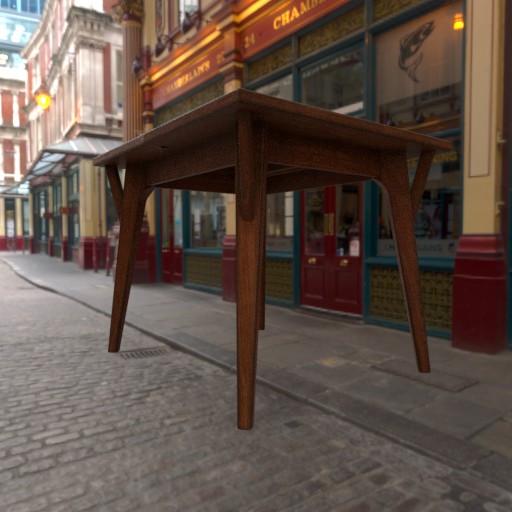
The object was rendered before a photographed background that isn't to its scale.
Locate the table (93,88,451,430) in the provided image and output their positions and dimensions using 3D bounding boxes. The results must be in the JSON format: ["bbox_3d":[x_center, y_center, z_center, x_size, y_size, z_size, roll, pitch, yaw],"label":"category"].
[{"bbox_3d":[0.000,0.000,1.590,0.838,0.761,0.991,-1,2,-37],"label":"table"}]
